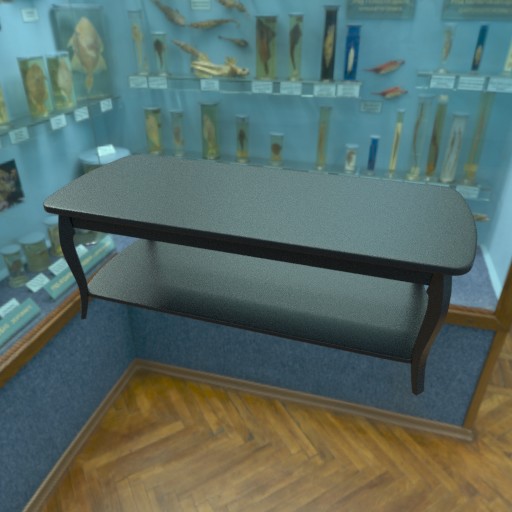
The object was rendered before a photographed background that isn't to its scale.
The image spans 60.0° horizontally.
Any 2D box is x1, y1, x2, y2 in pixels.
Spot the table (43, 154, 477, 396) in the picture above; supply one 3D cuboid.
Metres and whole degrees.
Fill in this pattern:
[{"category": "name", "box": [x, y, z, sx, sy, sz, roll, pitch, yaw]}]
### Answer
[{"category": "table", "box": [0.000, 0.000, 1.570, 1.333, 0.457, 0.571, 9, 31, 15]}]
